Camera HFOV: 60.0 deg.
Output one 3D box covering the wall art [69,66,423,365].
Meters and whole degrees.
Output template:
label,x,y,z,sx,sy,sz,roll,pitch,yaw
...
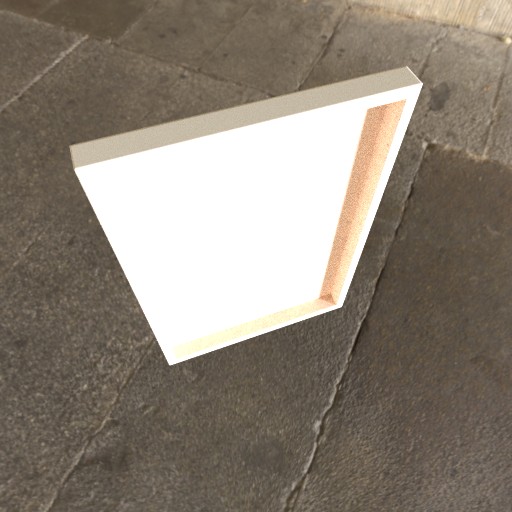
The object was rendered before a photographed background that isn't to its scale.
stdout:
label,x,y,z,sx,sy,sz,roll,pitch,yaw
wall art,0.000,0.000,0.766,0.418,0.608,0.038,-17,59,-11
